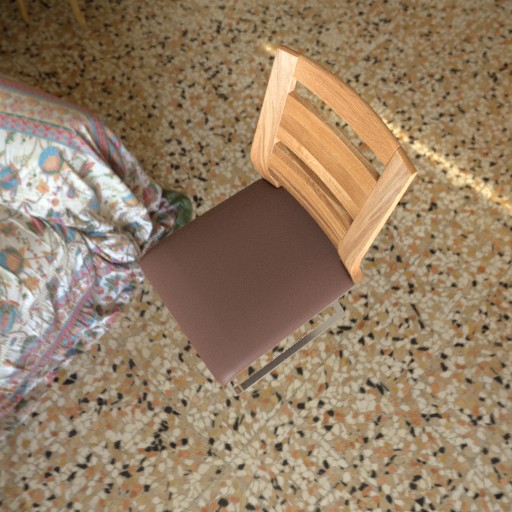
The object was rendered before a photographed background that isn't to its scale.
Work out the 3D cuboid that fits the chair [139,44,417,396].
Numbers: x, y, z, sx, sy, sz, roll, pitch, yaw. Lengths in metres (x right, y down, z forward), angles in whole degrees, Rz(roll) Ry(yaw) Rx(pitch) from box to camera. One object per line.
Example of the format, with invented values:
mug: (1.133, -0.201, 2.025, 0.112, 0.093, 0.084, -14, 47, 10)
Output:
chair: (0.000, 0.000, 1.269, 0.570, 0.970, 0.460, -34, 70, -14)
